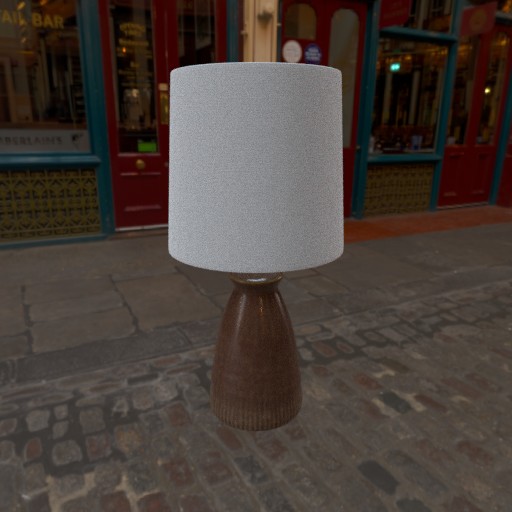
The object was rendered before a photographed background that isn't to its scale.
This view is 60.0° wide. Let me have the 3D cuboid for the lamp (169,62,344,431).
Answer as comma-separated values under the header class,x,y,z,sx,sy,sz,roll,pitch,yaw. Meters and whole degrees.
class,x,y,z,sx,sy,sz,roll,pitch,yaw
lamp,0.000,0.000,0.484,0.186,0.369,0.186,0,16,0
